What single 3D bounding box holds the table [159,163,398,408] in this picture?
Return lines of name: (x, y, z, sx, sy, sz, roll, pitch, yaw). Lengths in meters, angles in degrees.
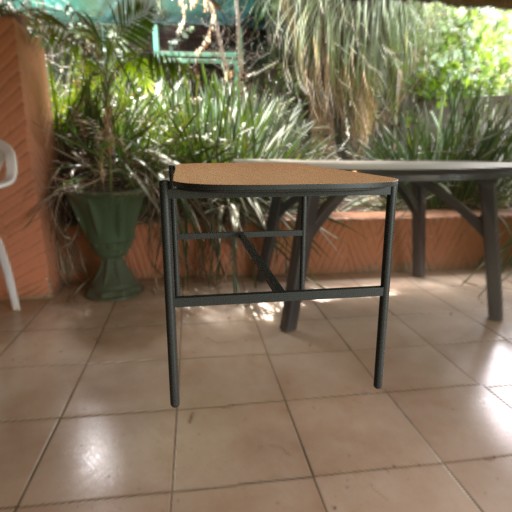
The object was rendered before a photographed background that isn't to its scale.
table: (0.000, 0.000, 1.042, 0.400, 0.400, 0.800, -2, 14, -9)
